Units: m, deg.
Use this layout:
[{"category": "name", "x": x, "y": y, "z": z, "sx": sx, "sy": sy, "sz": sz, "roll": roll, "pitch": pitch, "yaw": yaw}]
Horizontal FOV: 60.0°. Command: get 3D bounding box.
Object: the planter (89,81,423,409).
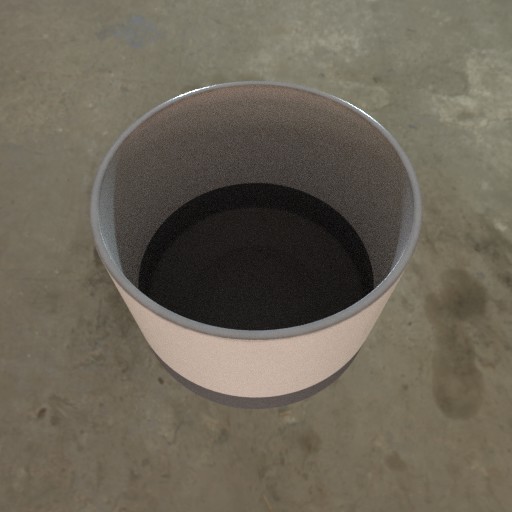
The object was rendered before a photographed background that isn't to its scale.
[{"category": "planter", "x": 0.000, "y": 0.000, "z": 0.218, "sx": 0.128, "sy": 0.105, "sz": 0.128, "roll": 0, "pitch": 58, "yaw": 0}]
